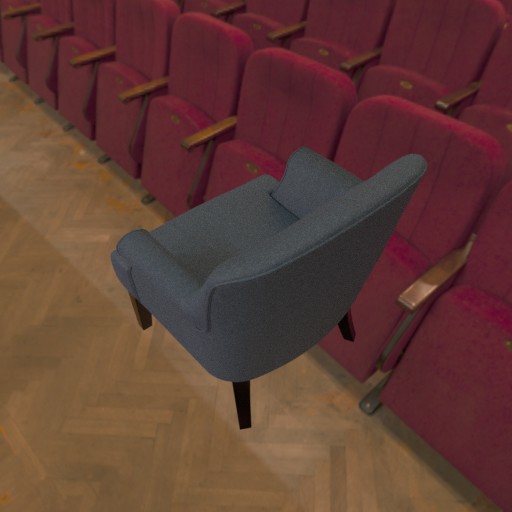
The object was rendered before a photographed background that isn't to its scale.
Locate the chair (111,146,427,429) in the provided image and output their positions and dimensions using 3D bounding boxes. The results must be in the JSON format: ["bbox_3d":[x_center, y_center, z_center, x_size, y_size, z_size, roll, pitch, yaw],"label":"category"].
[{"bbox_3d":[0.000,0.000,1.461,0.770,0.878,0.754,-31,54,-27],"label":"chair"}]
